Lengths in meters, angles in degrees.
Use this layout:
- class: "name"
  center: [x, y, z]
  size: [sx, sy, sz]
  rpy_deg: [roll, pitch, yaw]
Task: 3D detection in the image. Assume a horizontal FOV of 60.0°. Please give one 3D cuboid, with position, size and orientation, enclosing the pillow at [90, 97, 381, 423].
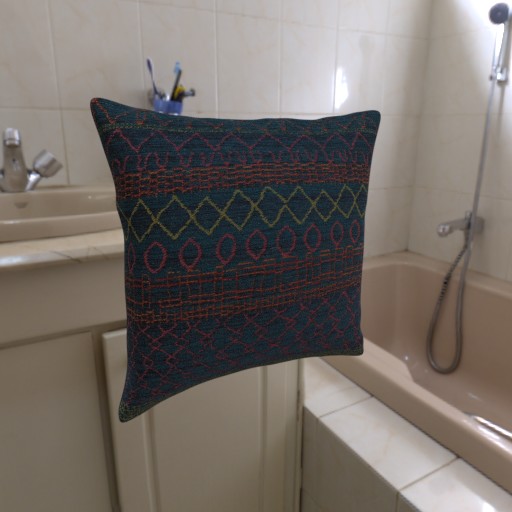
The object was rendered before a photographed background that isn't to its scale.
- class: "pillow"
  center: [0.000, 0.000, 0.657]
  size: [0.431, 0.431, 0.141]
  rpy_deg: [-8, 18, -26]
